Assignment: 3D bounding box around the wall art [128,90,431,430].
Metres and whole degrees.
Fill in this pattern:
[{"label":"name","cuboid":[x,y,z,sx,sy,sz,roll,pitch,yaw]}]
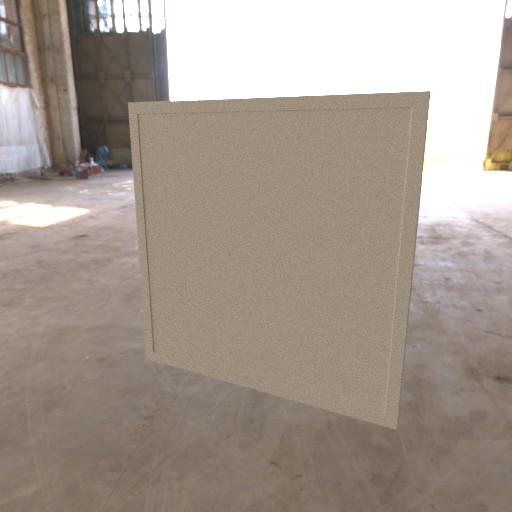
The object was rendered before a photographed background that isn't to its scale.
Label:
[{"label":"wall art","cuboid":[0.000,0.000,0.979,0.660,0.660,0.015,8,17,26]}]
